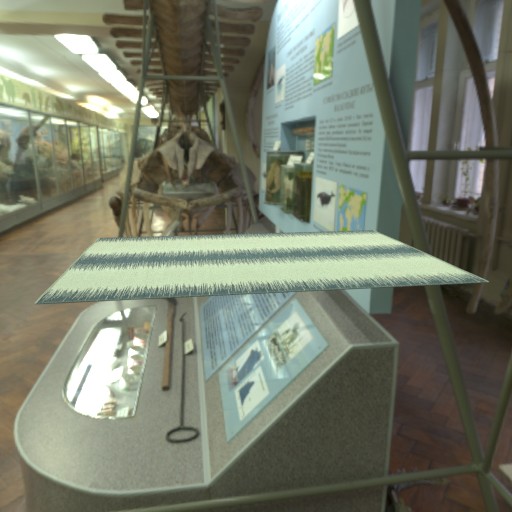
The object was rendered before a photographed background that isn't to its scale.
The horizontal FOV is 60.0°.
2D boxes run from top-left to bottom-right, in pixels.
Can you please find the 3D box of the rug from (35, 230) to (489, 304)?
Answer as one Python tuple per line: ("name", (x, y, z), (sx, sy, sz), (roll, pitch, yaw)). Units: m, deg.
("rug", (0.000, 0.000, 2.361), (1.854, 0.006, 1.234), (-2, 14, -8))
